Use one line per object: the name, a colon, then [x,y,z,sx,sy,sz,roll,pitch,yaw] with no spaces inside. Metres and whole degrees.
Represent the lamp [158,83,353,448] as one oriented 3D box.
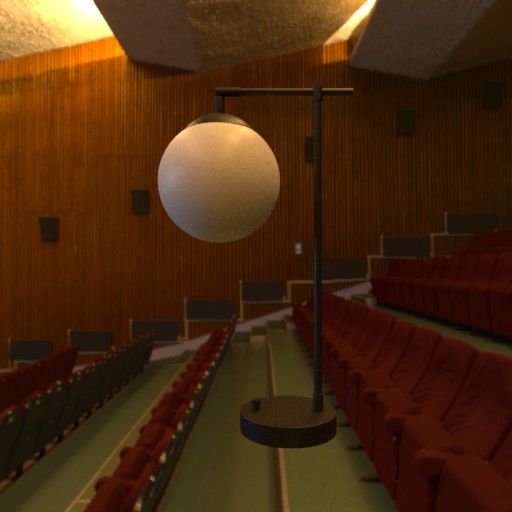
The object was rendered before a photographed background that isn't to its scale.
lamp: [0.000,0.000,0.721,0.316,0.559,0.197,0,-1,0]
